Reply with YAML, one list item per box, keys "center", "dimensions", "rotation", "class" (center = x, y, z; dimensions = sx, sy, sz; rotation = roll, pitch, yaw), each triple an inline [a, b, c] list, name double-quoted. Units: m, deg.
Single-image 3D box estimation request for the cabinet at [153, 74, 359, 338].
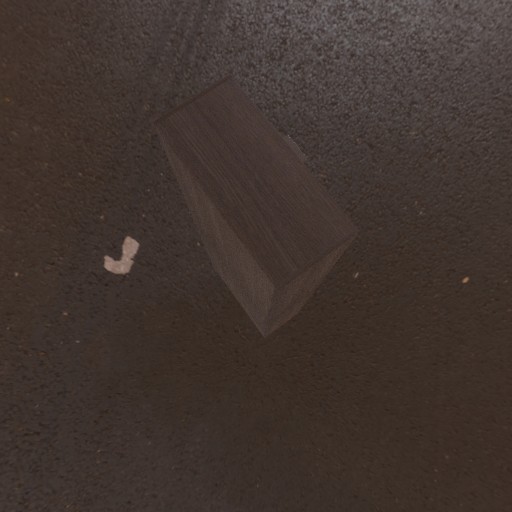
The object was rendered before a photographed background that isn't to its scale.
- center: [0.000, 0.000, 1.850]
  dimensions: [0.255, 1.630, 0.520]
  rotation: [-35, 78, -8]
  class: "cabinet"
